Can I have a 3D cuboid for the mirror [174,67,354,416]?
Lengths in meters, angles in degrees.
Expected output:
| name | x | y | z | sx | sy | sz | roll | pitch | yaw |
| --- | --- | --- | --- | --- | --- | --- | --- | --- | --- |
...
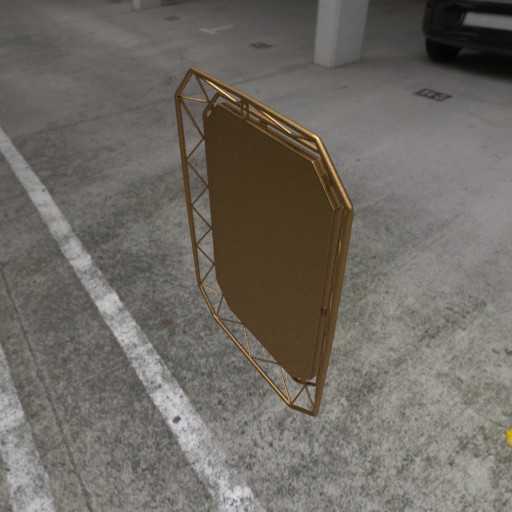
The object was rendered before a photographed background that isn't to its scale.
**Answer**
| name | x | y | z | sx | sy | sz | roll | pitch | yaw |
| --- | --- | --- | --- | --- | --- | --- | --- | --- | --- |
| mirror | 0.000 | 0.000 | 0.758 | 0.042 | 0.566 | 0.417 | -25 | 47 | -26 |
